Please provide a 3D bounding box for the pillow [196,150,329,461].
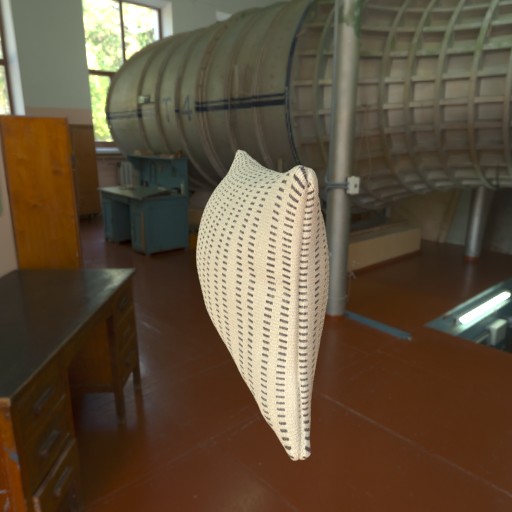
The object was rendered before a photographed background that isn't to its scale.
[{"bbox_3d":[0.000,0.000,0.790,0.210,0.353,0.640,-2,15,-8],"label":"pillow"}]
